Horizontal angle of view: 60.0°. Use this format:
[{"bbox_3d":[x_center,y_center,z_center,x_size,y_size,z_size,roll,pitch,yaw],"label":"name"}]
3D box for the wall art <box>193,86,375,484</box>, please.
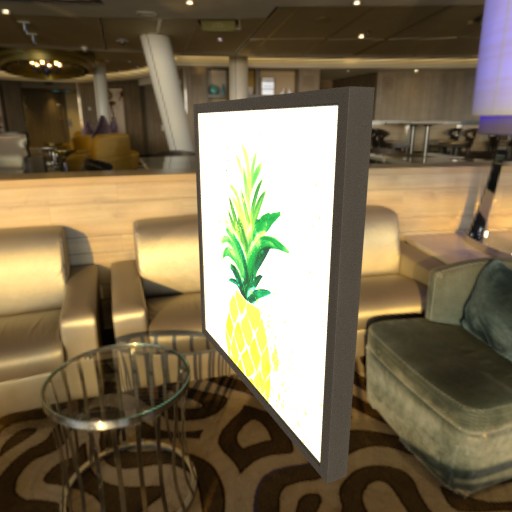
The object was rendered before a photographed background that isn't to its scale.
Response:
[{"bbox_3d":[0.000,0.000,0.756,0.033,0.507,0.508,-8,18,-25],"label":"wall art"}]
